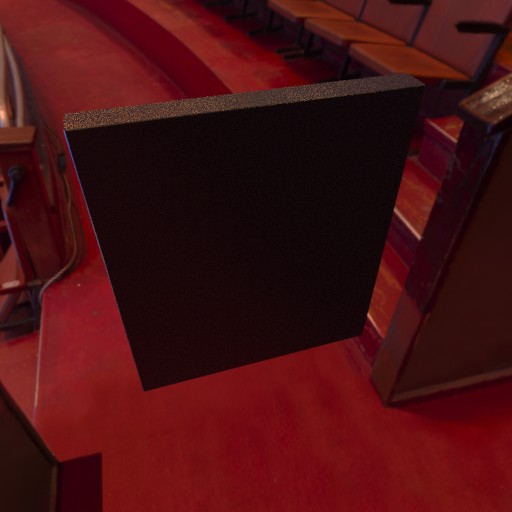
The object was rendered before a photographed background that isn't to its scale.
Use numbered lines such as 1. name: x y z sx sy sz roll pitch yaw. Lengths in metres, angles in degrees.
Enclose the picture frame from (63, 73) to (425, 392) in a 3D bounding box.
1. picture frame: 0.000 0.000 0.523 0.328 0.378 0.034 -12 43 -13
